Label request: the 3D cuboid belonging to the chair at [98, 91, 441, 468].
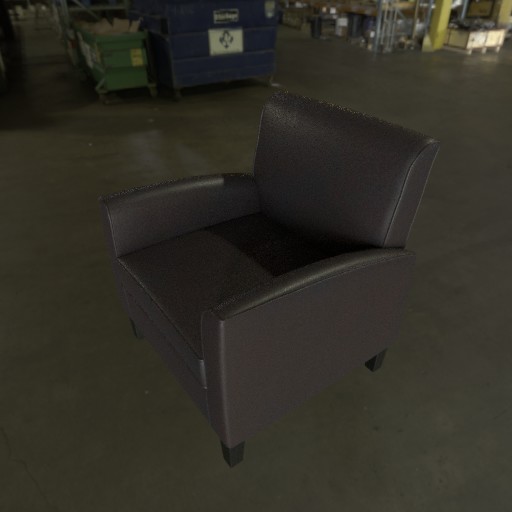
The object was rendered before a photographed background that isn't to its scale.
[{"bbox_3d":[0.000,0.000,1.578,0.819,0.916,0.820,-22,39,-30],"label":"chair"}]
